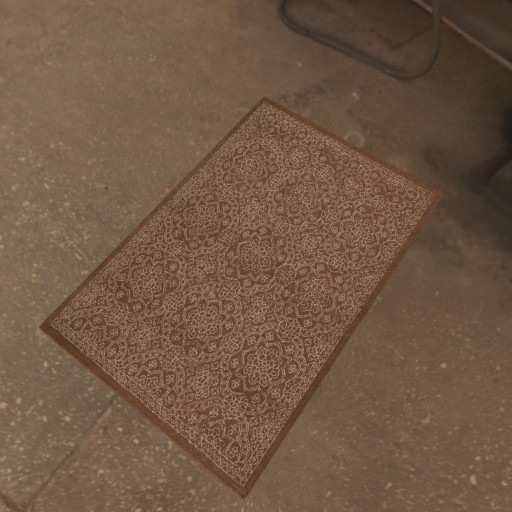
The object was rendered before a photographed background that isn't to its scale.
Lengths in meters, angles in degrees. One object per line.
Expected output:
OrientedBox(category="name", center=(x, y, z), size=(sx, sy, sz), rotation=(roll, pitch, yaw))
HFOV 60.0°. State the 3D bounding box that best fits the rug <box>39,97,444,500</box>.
OrientedBox(category="rug", center=(0.000, 0.000, 2.266), size=(1.219, 0.010, 1.829), rotation=(33, 69, 15))
